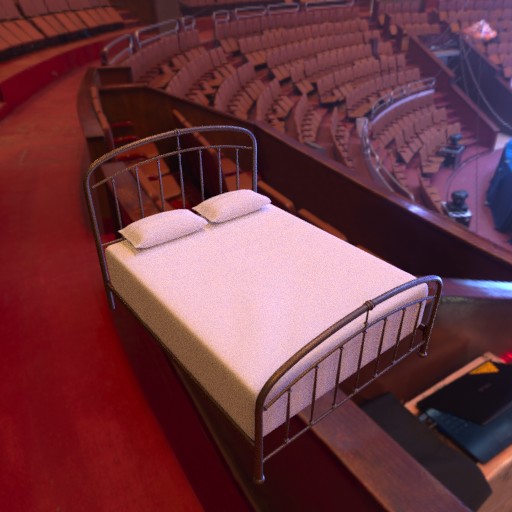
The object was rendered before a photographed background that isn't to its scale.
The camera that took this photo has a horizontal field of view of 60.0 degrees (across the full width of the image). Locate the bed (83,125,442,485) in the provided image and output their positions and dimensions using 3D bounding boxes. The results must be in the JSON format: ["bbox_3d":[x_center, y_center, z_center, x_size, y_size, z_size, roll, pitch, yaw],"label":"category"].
[{"bbox_3d":[0.000,0.000,3.362,1.711,1.475,2.168,-23,38,-32],"label":"bed"}]
